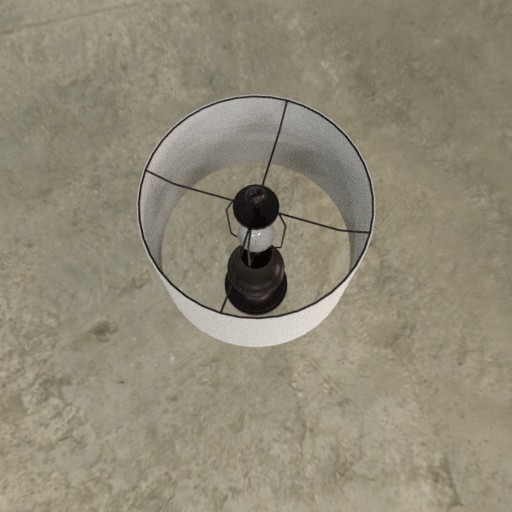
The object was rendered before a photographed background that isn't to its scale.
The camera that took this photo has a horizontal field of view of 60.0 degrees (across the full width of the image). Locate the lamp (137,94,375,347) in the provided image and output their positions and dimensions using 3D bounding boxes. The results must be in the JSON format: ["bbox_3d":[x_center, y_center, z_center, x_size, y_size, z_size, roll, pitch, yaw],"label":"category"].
[{"bbox_3d":[0.000,0.000,0.943,0.383,0.726,0.383,0,77,0],"label":"lamp"}]
